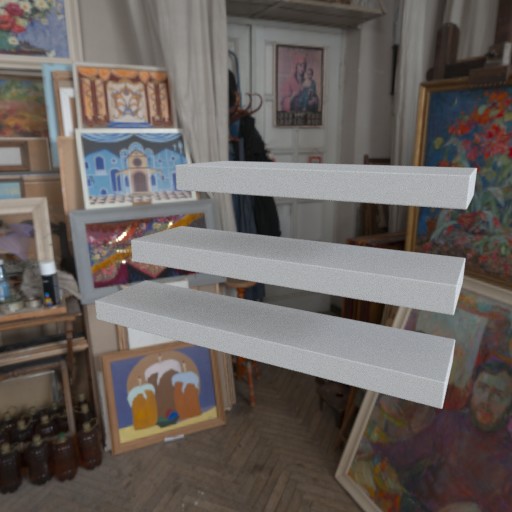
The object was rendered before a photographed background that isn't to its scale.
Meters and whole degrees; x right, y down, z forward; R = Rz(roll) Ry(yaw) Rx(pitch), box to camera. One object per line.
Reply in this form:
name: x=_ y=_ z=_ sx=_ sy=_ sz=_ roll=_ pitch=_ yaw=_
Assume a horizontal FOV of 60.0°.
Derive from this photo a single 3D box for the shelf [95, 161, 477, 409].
shelf: x=0.000 y=0.000 z=0.722 sx=0.610 sy=0.293 sz=0.140 roll=8 pitch=17 yaw=27
